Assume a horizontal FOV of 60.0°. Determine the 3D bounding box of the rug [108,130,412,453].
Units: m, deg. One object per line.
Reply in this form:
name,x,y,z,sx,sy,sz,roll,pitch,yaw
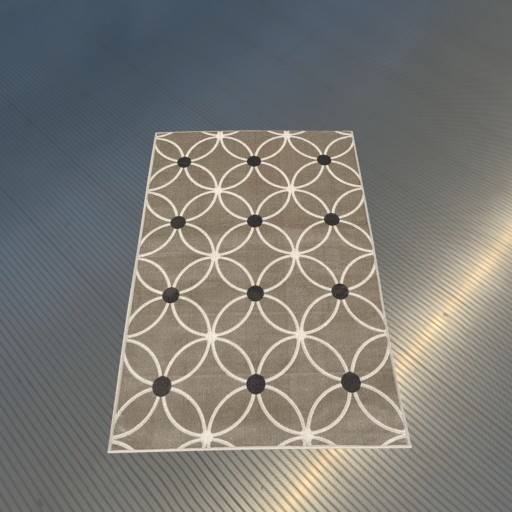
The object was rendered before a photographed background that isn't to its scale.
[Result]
rug,0.000,0.000,2.806,1.522,0.008,2.284,-1,58,0
